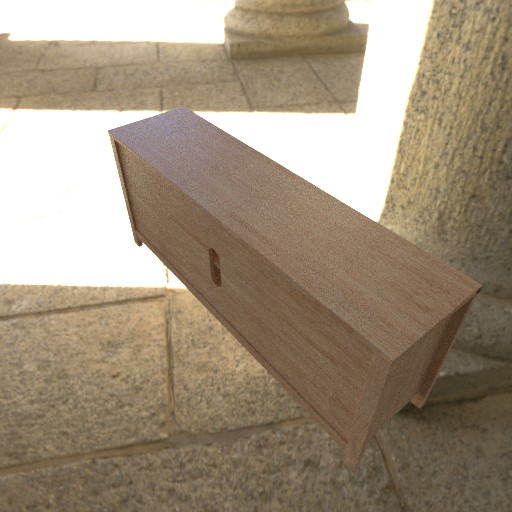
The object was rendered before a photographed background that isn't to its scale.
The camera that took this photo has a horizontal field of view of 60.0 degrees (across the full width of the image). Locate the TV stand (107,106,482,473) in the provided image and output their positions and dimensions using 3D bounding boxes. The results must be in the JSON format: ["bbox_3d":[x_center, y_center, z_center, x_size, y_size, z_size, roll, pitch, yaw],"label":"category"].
[{"bbox_3d":[0.000,0.000,1.712,0.398,0.610,1.466,-29,49,-28],"label":"TV stand"}]
